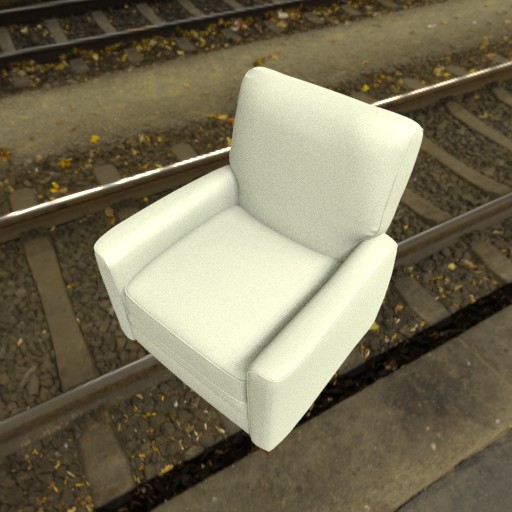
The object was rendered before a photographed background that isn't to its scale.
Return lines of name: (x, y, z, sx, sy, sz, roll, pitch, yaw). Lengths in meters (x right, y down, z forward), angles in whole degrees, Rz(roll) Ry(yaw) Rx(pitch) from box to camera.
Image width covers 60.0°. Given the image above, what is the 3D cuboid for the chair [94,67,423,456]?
chair: (0.000, 0.000, 1.625, 0.853, 1.007, 0.846, 31, 54, 26)
